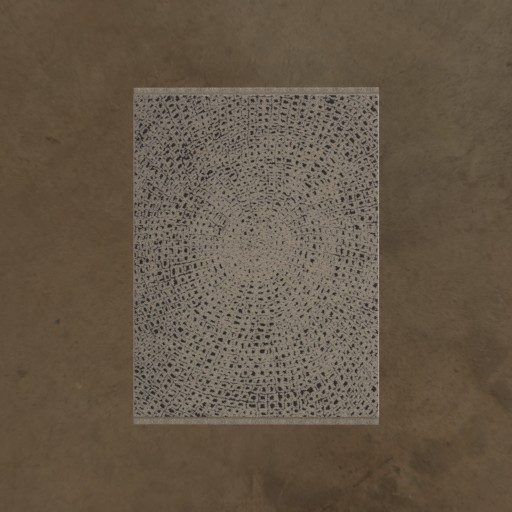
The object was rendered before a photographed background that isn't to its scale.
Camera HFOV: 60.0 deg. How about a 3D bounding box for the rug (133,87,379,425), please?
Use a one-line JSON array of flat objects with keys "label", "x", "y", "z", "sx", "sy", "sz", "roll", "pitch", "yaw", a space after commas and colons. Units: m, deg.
[{"label": "rug", "x": 0.000, "y": 0.000, "z": 2.150, "sx": 1.190, "sy": 0.003, "sz": 1.634, "roll": 0, "pitch": 90, "yaw": 0}]
